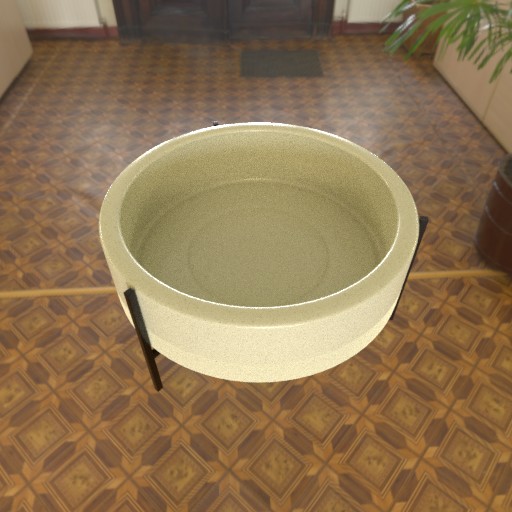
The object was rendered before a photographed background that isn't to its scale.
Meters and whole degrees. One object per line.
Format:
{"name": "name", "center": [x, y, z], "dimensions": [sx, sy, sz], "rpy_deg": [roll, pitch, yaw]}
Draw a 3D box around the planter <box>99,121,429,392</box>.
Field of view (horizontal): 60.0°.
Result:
{"name": "planter", "center": [0.000, 0.000, 0.533], "dimensions": [0.336, 0.171, 0.345], "rpy_deg": [32, 53, 27]}
